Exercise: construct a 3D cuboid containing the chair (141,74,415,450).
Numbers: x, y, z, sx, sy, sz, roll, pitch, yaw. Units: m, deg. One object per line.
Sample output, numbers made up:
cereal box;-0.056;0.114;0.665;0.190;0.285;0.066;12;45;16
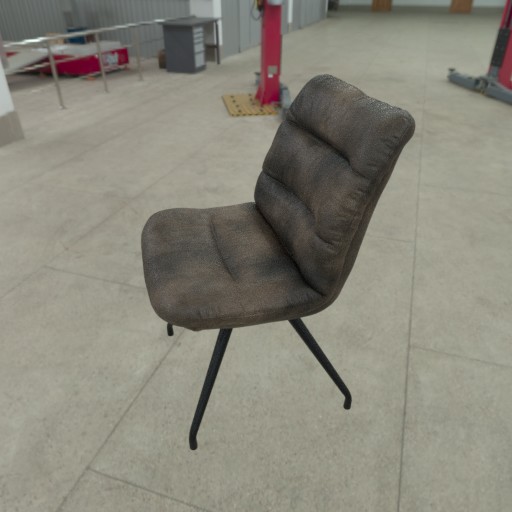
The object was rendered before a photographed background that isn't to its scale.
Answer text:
chair;0.000;0.000;1.251;0.622;0.870;0.549;-9;33;-14
